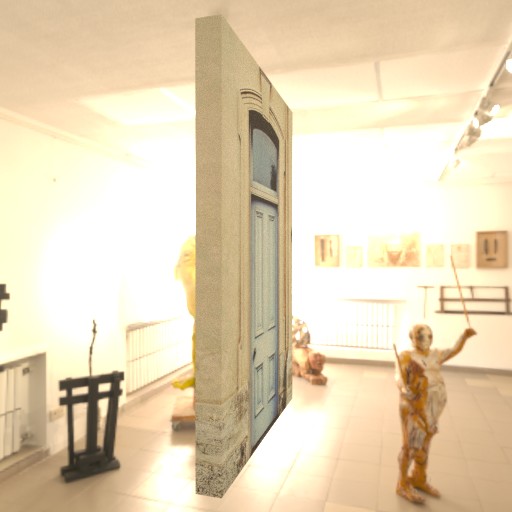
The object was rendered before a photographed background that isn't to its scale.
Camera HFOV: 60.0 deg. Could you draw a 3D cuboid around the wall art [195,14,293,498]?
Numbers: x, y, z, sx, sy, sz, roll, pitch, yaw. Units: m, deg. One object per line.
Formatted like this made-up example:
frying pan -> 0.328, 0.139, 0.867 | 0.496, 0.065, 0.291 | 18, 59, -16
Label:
wall art -> 0.000, 0.000, 0.752 | 0.036, 0.607, 0.403 | 0, 0, 17
